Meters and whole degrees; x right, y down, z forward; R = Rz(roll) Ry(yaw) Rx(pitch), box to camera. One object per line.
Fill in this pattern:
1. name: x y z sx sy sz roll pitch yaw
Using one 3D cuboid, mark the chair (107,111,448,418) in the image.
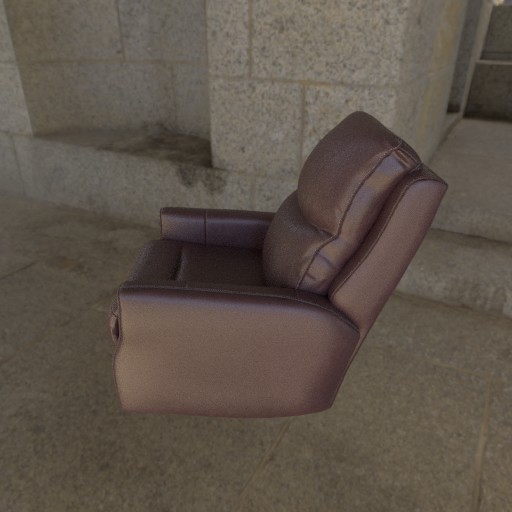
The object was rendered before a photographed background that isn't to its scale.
1. chair: 0.000 0.000 1.729 1.080 1.030 0.829 0 27 0
